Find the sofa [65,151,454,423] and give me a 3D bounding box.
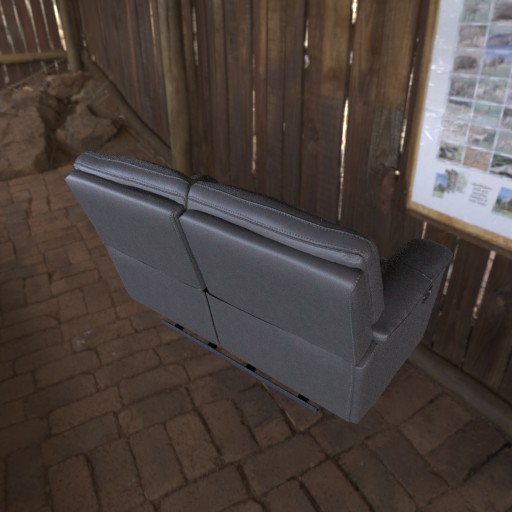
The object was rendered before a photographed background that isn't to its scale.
[{"bbox_3d":[0.000,0.000,2.382,1.765,1.111,1.104,22,36,33],"label":"sofa"}]
